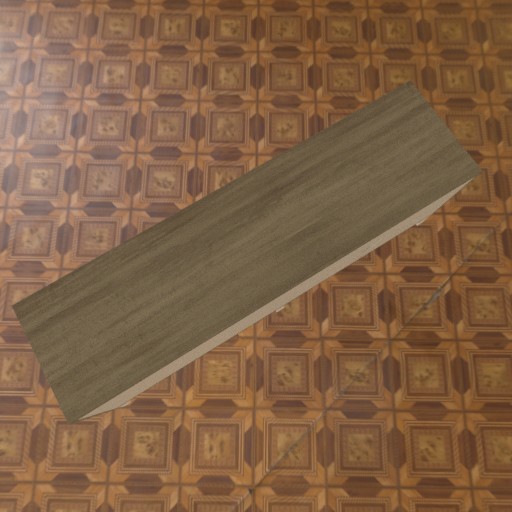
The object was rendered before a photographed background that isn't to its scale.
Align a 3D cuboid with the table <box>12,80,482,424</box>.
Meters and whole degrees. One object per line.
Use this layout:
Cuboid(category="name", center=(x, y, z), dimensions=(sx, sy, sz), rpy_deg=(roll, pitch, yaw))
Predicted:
Cuboid(category="table", center=(0.000, 0.000, 1.658), dimensions=(1.500, 0.530, 0.400), rpy_deg=(-31, 78, -7))
